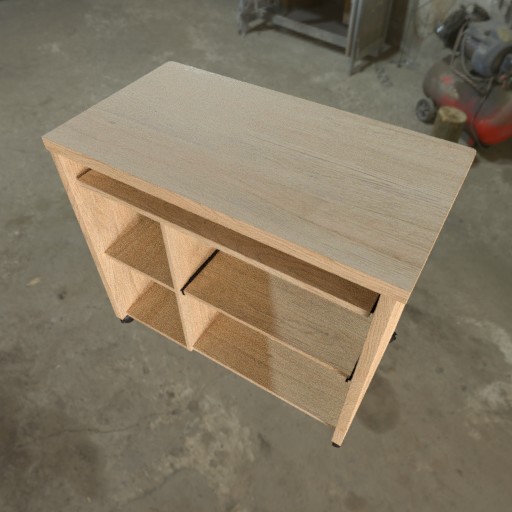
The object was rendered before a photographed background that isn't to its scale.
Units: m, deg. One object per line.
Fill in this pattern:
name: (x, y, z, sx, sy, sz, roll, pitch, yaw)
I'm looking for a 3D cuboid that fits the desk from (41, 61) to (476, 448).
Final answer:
desk: (0.000, 0.000, 1.303, 0.885, 0.770, 0.480, 24, 52, 21)
